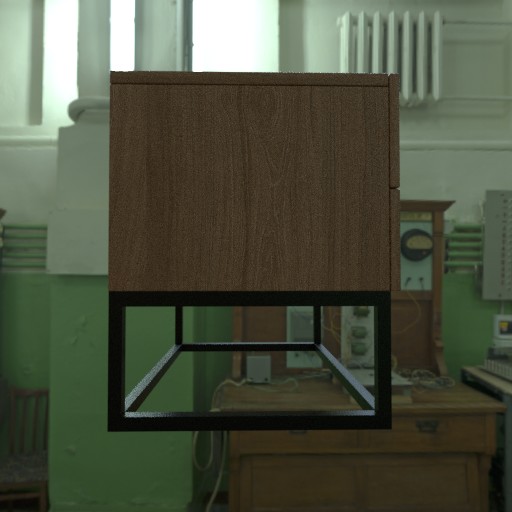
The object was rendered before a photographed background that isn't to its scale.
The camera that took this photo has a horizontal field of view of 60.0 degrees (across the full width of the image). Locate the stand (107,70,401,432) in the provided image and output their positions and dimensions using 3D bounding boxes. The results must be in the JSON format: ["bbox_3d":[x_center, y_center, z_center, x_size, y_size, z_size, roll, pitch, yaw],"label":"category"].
[{"bbox_3d":[0.000,0.000,0.913,0.420,0.500,0.600,0,-2,-1],"label":"stand"}]
